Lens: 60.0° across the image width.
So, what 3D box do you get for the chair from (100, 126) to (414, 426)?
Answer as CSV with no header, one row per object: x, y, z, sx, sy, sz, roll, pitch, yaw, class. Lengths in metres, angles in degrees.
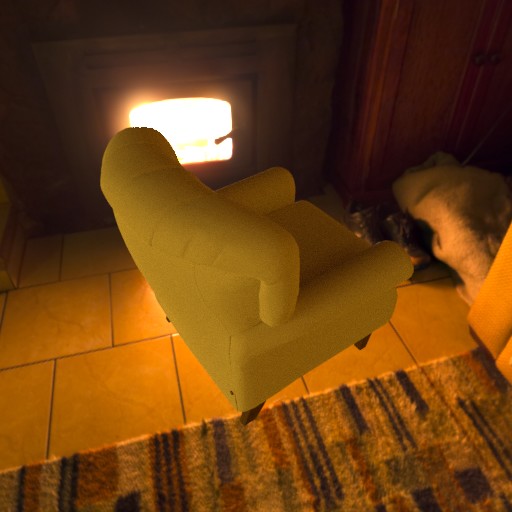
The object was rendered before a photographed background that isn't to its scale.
0.000,0.000,2.037,1.132,1.169,1.035,-25,47,-26,chair
